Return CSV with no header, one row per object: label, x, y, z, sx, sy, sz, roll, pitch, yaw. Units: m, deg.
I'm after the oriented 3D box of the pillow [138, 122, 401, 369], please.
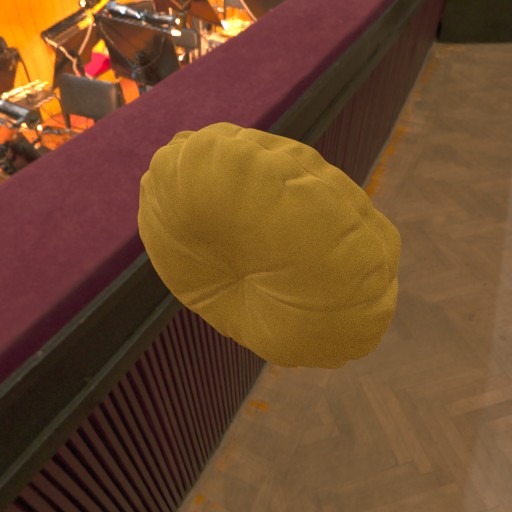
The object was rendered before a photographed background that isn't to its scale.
pillow,0.000,0.000,0.666,0.428,0.407,0.148,24,50,21
